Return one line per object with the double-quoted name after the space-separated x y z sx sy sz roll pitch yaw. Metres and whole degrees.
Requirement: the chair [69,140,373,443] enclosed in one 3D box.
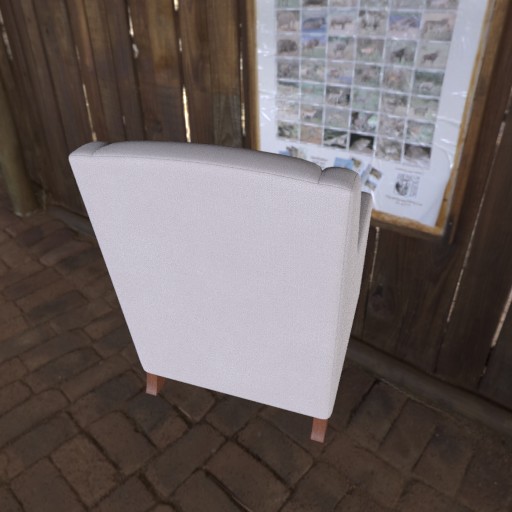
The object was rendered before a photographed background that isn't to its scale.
0.000 0.000 1.586 0.715 1.010 0.863 10 32 16 "chair"
